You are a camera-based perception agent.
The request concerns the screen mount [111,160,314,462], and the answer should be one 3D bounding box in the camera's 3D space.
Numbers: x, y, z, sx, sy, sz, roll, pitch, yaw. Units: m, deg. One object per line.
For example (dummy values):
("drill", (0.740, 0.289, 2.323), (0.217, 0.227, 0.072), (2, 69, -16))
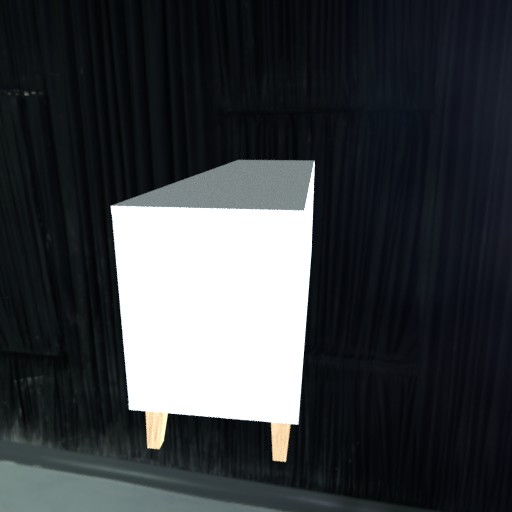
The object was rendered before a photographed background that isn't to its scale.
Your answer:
("screen mount", (0.000, 0.000, 1.686), (0.400, 0.619, 1.490), (2, 16, 8))
